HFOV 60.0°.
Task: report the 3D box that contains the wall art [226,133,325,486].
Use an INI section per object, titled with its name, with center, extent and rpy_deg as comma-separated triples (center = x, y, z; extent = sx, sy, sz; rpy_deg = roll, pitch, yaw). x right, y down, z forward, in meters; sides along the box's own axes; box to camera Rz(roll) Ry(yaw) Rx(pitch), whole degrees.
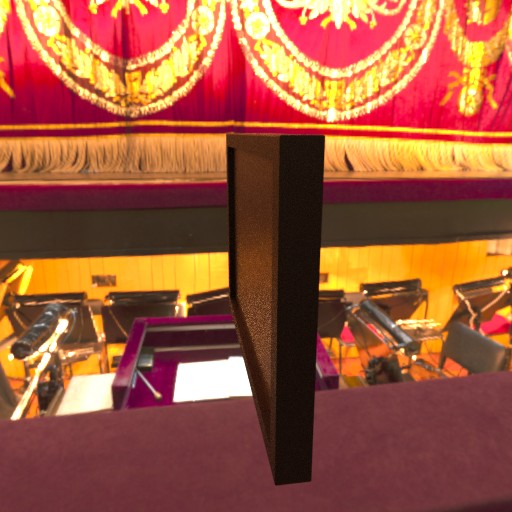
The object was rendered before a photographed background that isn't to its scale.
[wall art]
center = 0.000, 0.000, 0.859
extent = 0.051, 0.456, 0.671
rpy_deg = -2, 16, -8
